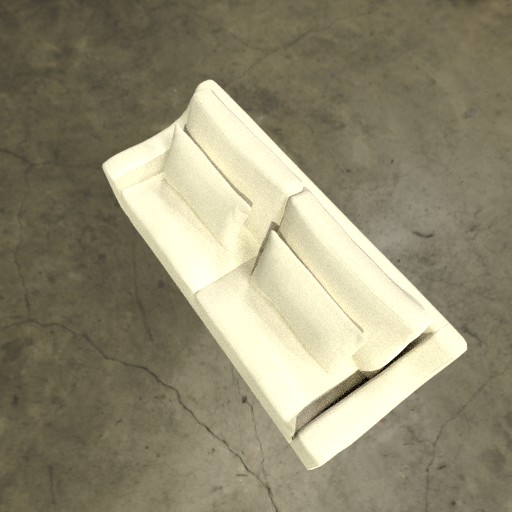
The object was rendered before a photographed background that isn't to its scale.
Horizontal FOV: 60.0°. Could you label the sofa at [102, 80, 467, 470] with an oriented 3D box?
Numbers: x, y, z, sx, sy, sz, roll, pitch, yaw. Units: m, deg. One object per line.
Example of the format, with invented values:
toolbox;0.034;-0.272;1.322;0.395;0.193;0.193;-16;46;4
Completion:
sofa;0.000;0.000;2.943;1.009;1.022;2.470;-33;68;-16
